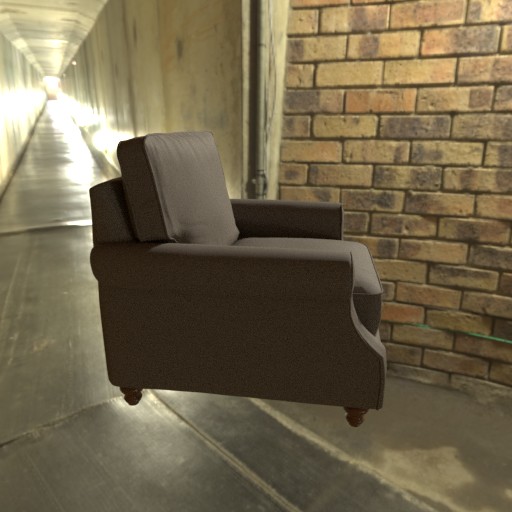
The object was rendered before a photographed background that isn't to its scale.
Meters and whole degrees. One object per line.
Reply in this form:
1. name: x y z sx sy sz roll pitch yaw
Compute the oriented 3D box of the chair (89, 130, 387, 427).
1. chair: 0.000 0.000 1.789 0.966 0.967 1.029 2 17 8
